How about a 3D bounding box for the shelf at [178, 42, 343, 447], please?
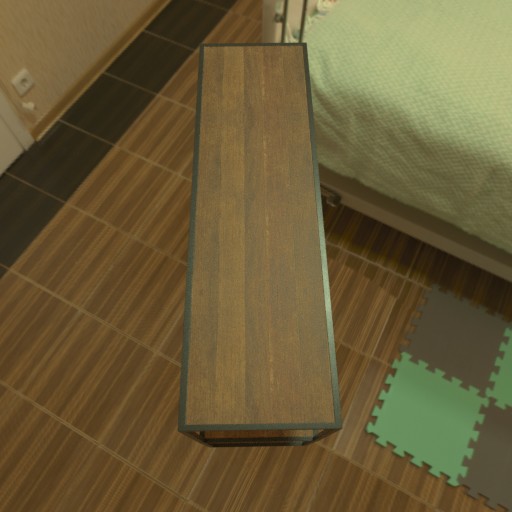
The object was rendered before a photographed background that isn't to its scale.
[{"bbox_3d":[0.000,0.000,1.555,0.361,0.765,1.201,-1,64,0],"label":"shelf"}]
